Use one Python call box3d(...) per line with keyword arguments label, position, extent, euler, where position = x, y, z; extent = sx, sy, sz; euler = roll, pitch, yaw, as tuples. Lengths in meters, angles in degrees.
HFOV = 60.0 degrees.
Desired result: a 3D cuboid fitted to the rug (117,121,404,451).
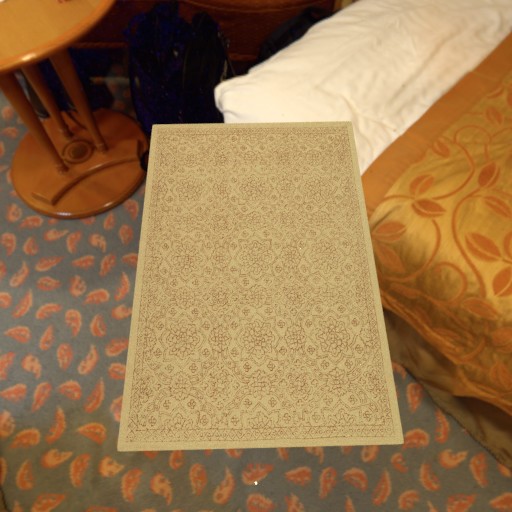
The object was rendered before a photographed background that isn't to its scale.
box3d(label="rug", position=(0.000, 0.000, 2.297), extent=(1.219, 0.010, 1.829), euler=(-1, 63, -1))
